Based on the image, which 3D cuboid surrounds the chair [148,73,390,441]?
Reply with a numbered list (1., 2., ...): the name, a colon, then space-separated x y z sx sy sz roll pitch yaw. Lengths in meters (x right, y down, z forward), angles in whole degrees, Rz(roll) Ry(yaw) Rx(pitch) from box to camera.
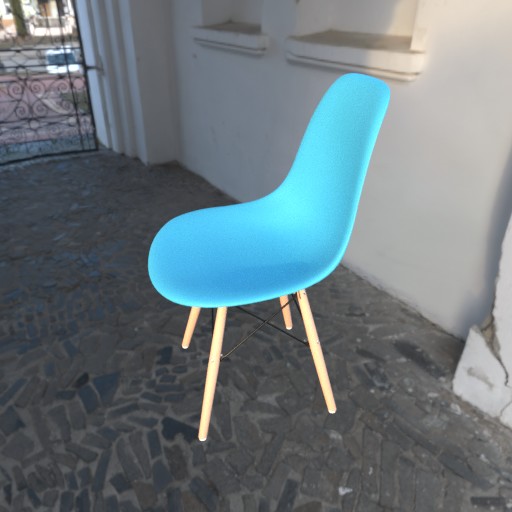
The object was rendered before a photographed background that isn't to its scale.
1. chair: 0.000 0.000 1.118 0.531 0.826 0.470 -8 31 -13
